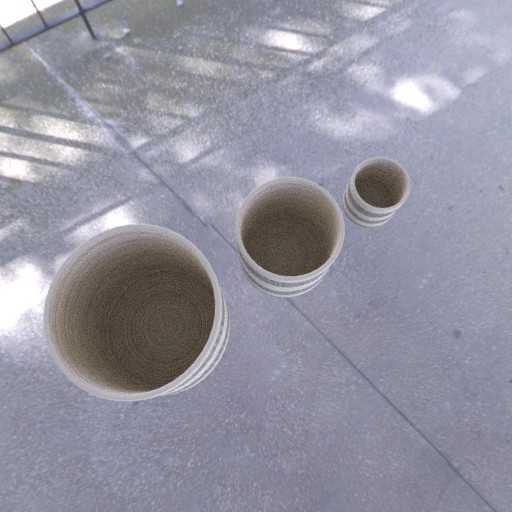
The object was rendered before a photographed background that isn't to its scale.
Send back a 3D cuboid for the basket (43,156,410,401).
[{"bbox_3d":[0.000,0.000,1.068,0.917,0.356,0.351,-31,77,-8],"label":"basket"}]
